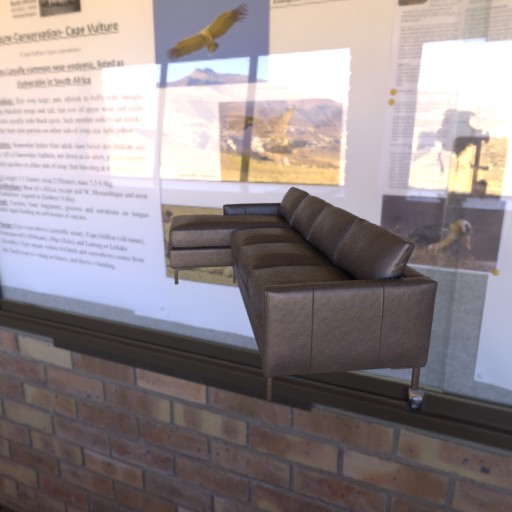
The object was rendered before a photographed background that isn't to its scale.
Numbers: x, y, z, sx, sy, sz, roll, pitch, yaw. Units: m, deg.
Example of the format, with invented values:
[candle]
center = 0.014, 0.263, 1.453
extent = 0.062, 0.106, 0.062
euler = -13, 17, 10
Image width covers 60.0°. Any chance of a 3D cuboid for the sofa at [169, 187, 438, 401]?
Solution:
[sofa]
center = 0.000, 0.000, 3.638
extent = 1.471, 0.859, 2.993
euler = -2, 15, -8
